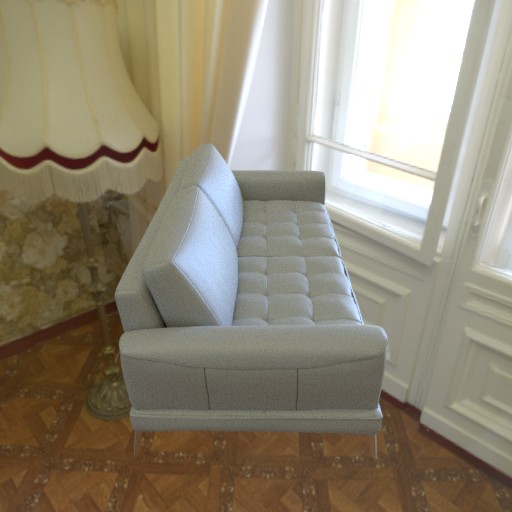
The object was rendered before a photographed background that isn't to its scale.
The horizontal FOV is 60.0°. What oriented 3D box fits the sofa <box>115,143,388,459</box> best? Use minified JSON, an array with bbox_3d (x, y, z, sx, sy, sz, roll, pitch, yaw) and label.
[{"bbox_3d":[0.000,0.000,2.696,1.121,0.930,2.177,0,30,0],"label":"sofa"}]
